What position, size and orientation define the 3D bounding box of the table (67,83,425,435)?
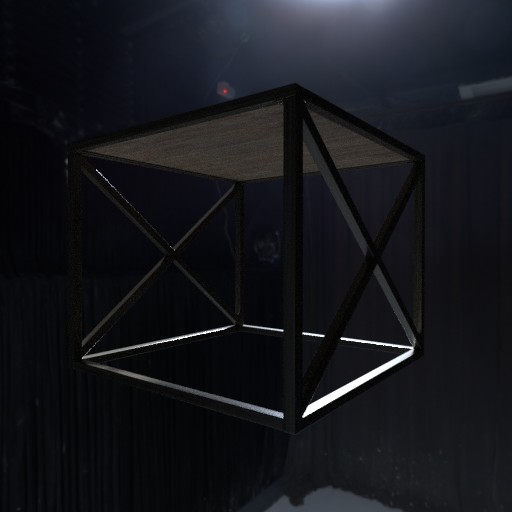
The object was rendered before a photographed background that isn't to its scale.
[{"bbox_3d":[0.000,0.000,1.064,0.609,0.507,0.611,1,1,37],"label":"table"}]
